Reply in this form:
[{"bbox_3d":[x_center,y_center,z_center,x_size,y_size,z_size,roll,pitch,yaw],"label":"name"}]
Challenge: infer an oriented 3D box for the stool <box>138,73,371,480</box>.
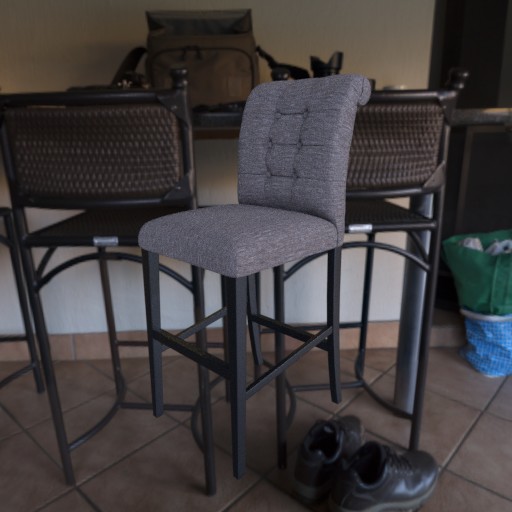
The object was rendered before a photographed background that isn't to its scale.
[{"bbox_3d":[0.000,0.000,1.460,0.452,1.131,0.613,15,21,42],"label":"stool"}]
